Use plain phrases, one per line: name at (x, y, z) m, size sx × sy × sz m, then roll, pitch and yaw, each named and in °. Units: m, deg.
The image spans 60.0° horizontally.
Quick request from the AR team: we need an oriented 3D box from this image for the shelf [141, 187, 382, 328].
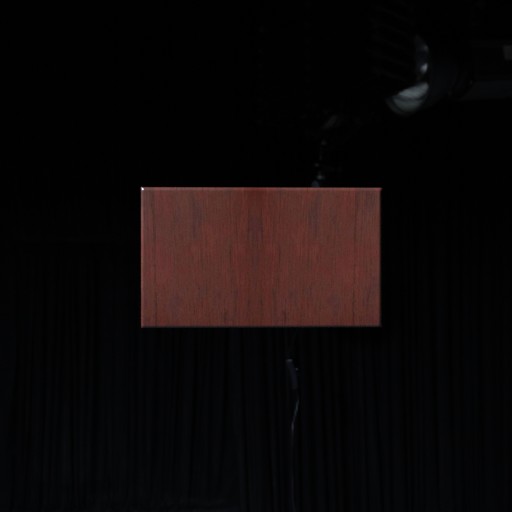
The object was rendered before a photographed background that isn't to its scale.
shelf at (0.000, 0.000, 0.509) m, size 0.152 × 0.088 × 0.457 m, roll 0°, pitch 0°, yaw -1°
